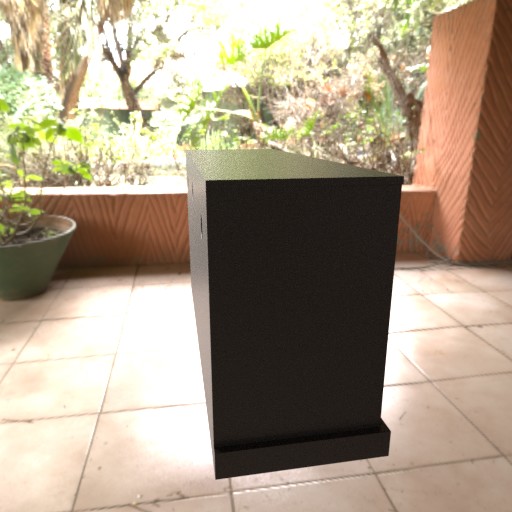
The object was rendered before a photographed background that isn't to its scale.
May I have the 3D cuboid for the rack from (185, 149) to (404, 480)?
[{"bbox_3d":[0.000,0.000,1.466,0.399,0.635,1.206,-3,16,-10],"label":"rack"}]
